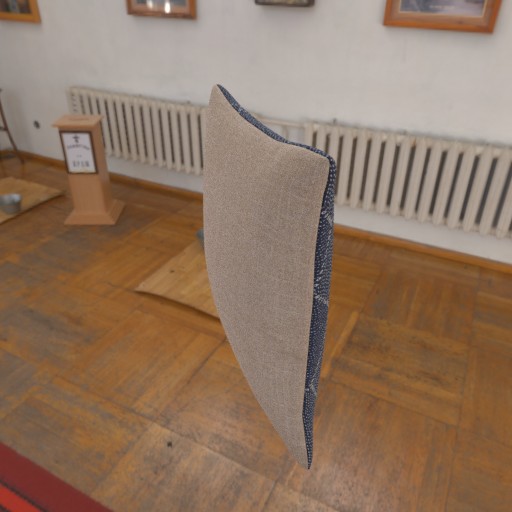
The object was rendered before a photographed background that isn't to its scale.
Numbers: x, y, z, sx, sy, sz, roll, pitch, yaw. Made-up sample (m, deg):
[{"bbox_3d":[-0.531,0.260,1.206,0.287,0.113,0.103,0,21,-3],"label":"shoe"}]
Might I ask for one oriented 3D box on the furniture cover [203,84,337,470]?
[{"bbox_3d":[0.000,0.000,0.779,0.162,0.503,0.511,-9,31,-15],"label":"furniture cover"}]
